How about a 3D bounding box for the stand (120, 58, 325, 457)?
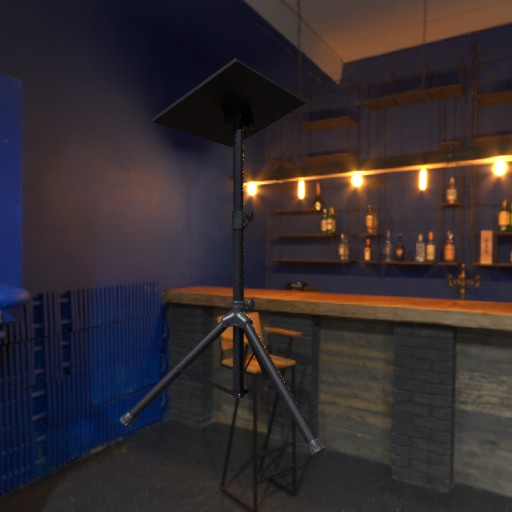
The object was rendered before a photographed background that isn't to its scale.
[{"bbox_3d":[0.000,0.000,1.636,0.702,1.198,0.702,0,1,34],"label":"stand"}]
